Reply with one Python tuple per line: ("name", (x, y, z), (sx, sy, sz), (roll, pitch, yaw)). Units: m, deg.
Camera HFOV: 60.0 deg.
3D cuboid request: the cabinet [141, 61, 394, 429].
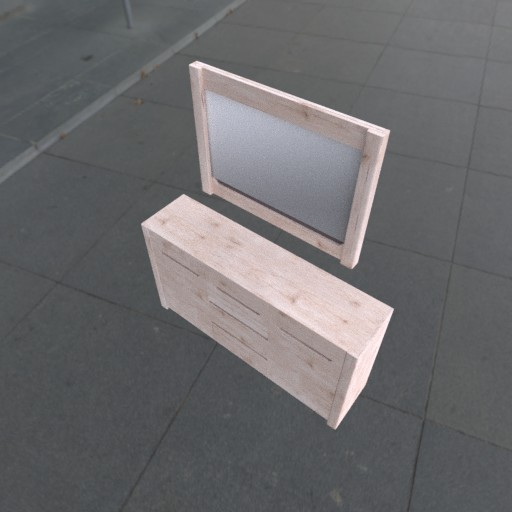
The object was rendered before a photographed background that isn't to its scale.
("cabinet", (0.000, 0.000, 2.765), (1.700, 1.981, 0.420), (30, 53, 25))
